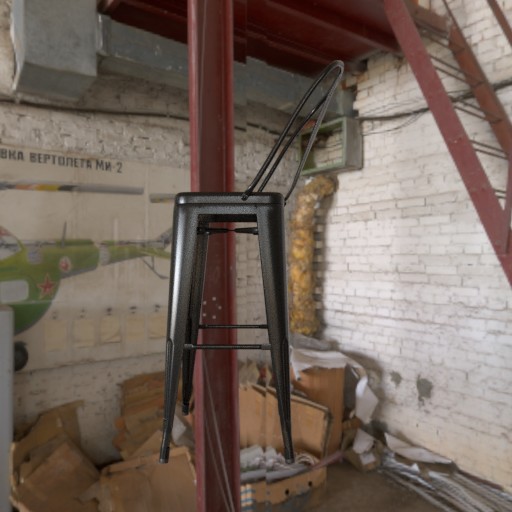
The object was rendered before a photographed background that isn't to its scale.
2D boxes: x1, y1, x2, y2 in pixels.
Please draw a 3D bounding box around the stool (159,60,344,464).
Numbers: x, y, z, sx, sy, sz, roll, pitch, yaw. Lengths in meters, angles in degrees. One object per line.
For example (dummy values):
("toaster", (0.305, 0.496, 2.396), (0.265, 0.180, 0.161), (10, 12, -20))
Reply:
("stool", (0.000, 0.000, 1.348), (0.513, 1.096, 0.399), (0, 0, 0))
